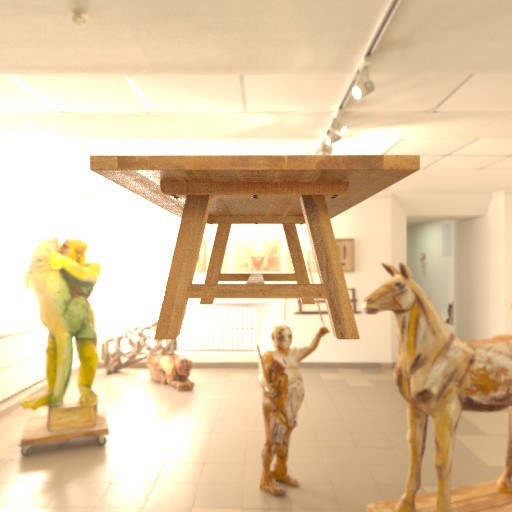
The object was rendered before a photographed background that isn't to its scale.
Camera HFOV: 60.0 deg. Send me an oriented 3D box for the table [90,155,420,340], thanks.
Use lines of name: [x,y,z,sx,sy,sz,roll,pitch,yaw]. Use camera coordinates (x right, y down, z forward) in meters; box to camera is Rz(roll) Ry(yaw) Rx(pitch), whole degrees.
table: [0.000,0.000,1.677,0.760,0.455,1.320,0,0,0]
